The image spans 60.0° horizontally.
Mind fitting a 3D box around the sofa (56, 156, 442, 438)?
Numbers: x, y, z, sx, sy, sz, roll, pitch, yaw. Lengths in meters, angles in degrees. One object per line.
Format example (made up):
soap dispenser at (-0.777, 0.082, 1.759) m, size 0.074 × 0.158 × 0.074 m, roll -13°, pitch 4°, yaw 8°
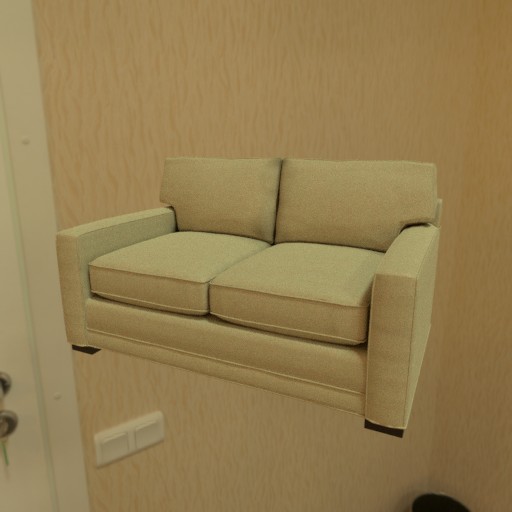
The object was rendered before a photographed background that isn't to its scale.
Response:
sofa at (0.000, 0.000, 2.010) m, size 1.484 × 0.853 × 0.942 m, roll 7°, pitch 16°, yaw 25°
